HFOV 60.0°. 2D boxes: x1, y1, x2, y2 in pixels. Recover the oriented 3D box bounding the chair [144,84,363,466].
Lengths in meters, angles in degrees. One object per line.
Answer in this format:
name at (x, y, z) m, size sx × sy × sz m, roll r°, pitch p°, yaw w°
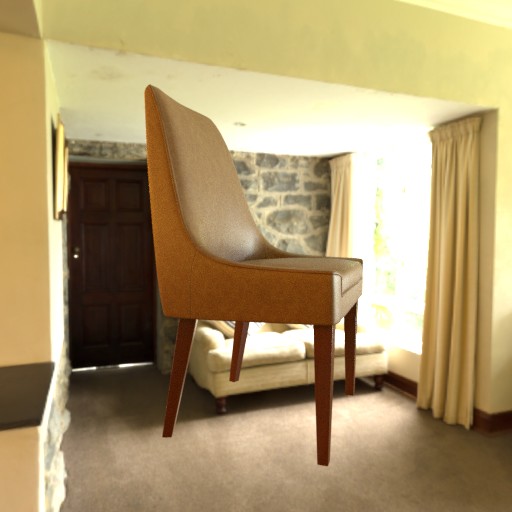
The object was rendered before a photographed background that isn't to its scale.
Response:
chair at (0.000, 0.000, 1.199) m, size 0.544 × 0.861 × 0.529 m, roll 1°, pitch 3°, yaw 19°
